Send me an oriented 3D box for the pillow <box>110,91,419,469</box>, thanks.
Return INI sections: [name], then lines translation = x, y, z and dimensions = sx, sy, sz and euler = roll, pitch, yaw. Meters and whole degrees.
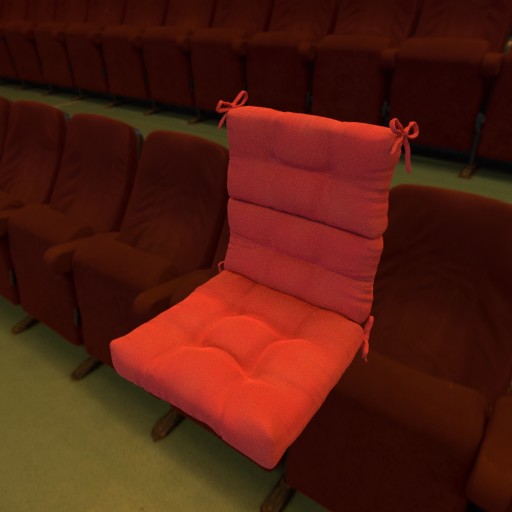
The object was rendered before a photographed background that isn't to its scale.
[pillow]
translation = 0.000, 0.000, 1.024
dimensions = 0.519, 0.605, 0.571
euler = 20, 36, 30
